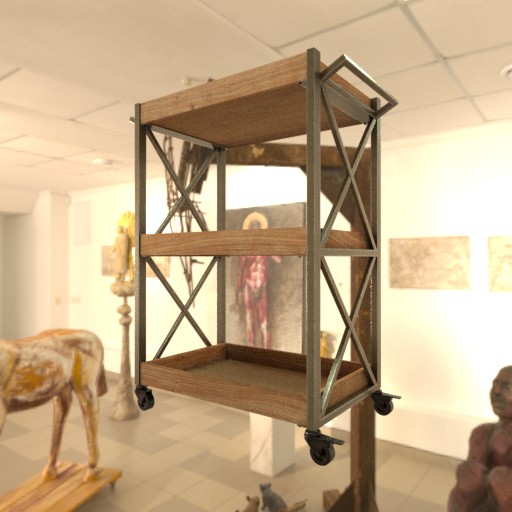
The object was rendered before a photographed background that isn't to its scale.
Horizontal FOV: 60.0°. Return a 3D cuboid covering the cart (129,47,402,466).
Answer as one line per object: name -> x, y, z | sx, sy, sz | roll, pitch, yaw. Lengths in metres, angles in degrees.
cart -> 0.000, 0.000, 1.200 | 0.673, 0.835, 0.377 | 0, 0, 36
